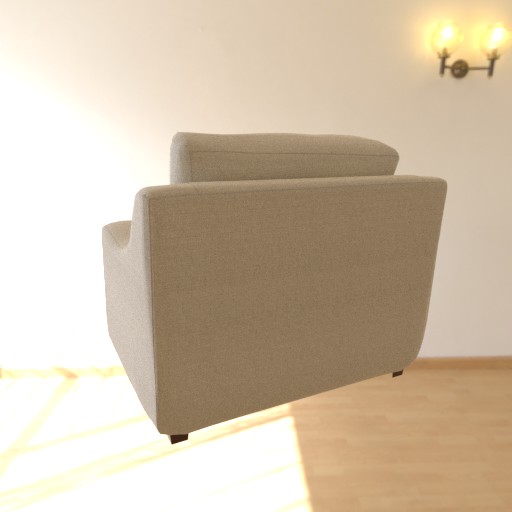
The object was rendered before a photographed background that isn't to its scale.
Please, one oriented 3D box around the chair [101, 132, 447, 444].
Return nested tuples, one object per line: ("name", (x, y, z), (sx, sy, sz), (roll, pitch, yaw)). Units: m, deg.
("chair", (0.000, 0.000, 1.934), (1.178, 1.016, 1.009), (-7, 15, -27))
